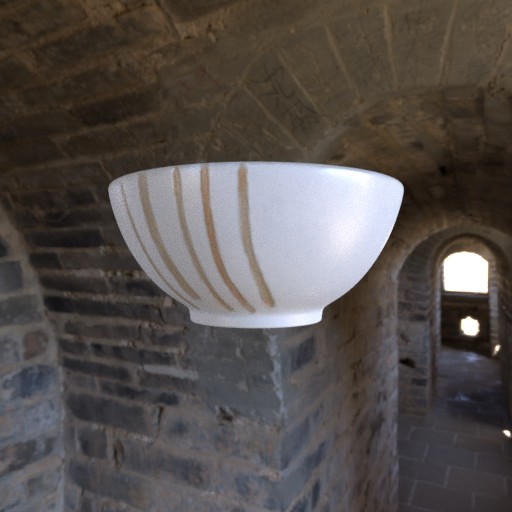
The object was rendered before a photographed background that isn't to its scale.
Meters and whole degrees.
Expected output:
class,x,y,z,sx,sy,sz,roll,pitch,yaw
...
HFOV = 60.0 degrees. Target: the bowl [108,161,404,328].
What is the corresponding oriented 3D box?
class,x,y,z,sx,sy,sz,roll,pitch,yaw
bowl,0.000,0.000,0.423,0.268,0.121,0.268,0,-1,0
